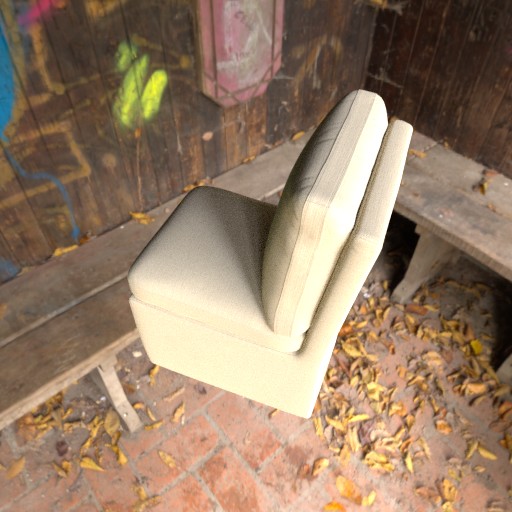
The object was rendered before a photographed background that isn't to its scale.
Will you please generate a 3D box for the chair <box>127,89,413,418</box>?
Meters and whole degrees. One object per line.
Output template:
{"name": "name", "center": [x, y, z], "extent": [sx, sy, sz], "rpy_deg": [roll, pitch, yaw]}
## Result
{"name": "chair", "center": [0.000, 0.000, 1.359], "extent": [0.698, 0.927, 0.503], "rpy_deg": [16, 49, 14]}
